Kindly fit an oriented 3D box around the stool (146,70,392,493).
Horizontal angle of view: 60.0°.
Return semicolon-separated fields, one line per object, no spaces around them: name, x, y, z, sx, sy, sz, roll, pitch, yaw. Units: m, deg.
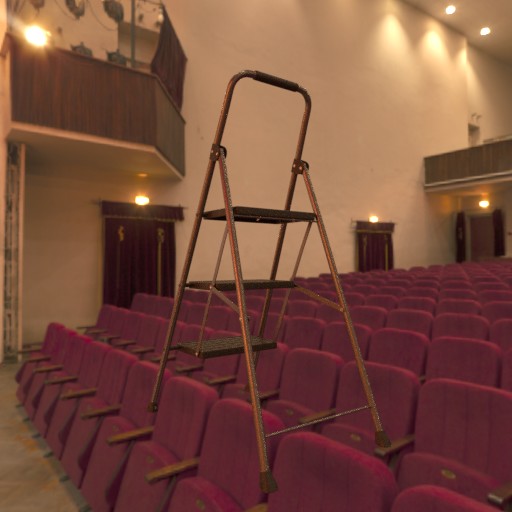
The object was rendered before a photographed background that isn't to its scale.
stool;0.000;0.000;1.470;0.473;1.121;0.733;1;-1;-36
